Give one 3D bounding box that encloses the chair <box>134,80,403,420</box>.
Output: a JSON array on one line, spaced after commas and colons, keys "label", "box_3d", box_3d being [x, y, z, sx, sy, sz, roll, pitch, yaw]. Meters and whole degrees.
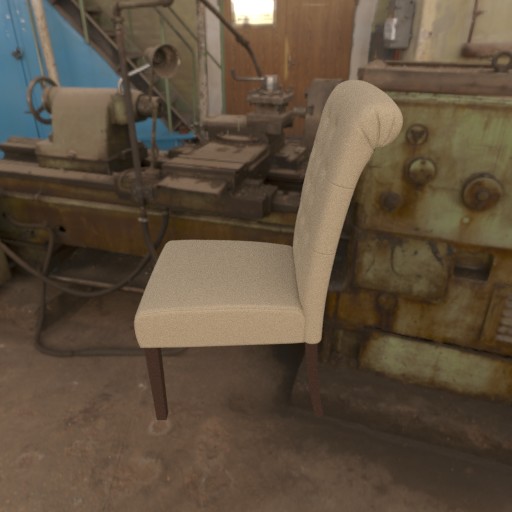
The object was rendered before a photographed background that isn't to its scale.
[{"label": "chair", "box_3d": [0.000, 0.000, 1.379, 0.671, 1.006, 0.456, 0, 28, 1]}]
